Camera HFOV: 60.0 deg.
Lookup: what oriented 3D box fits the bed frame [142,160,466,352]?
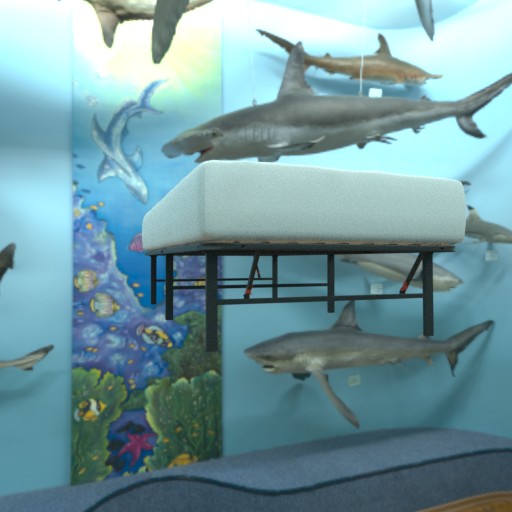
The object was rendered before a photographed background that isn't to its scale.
[{"bbox_3d":[0.000,0.000,2.367,1.025,0.640,1.908,0,-1,-20],"label":"bed frame"}]
